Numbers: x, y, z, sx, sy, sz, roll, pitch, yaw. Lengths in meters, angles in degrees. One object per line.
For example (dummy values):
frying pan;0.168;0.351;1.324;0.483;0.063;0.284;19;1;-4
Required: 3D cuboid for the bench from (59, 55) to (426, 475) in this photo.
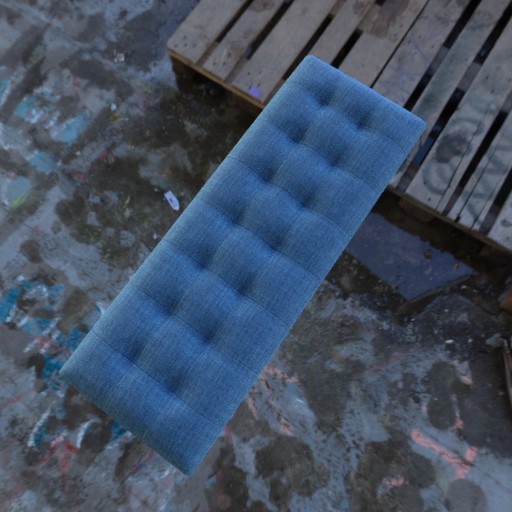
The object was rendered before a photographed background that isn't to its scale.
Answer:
bench;0.000;0.000;1.327;0.406;0.432;1.118;34;78;8
